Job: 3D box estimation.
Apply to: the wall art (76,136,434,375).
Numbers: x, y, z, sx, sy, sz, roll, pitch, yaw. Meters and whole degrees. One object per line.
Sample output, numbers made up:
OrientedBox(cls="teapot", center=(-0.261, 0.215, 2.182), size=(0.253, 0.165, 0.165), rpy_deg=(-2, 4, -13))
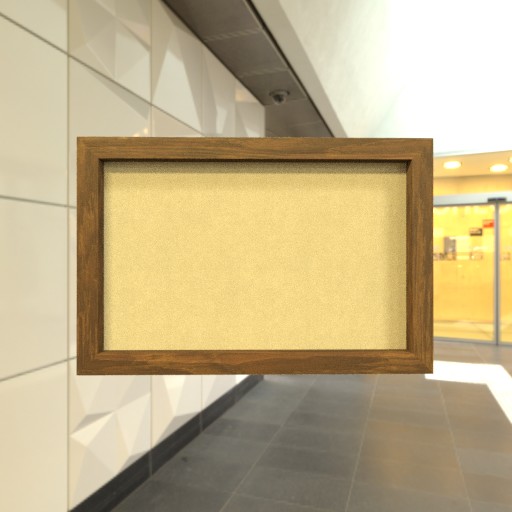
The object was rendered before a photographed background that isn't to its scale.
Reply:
OrientedBox(cls="wall art", center=(0.000, 0.000, 0.773), size=(0.609, 0.405, 0.035), rpy_deg=(0, 0, -1))
